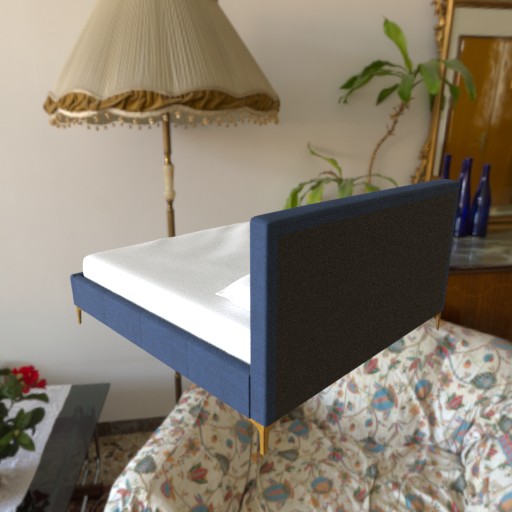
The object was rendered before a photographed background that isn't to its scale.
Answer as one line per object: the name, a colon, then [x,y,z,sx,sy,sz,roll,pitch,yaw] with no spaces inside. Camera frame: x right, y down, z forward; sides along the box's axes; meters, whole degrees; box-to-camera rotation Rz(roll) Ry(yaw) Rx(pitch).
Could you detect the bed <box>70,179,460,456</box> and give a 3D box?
bed: [0.000,0.000,3.519,2.096,1.231,2.232,-16,23,-42]
